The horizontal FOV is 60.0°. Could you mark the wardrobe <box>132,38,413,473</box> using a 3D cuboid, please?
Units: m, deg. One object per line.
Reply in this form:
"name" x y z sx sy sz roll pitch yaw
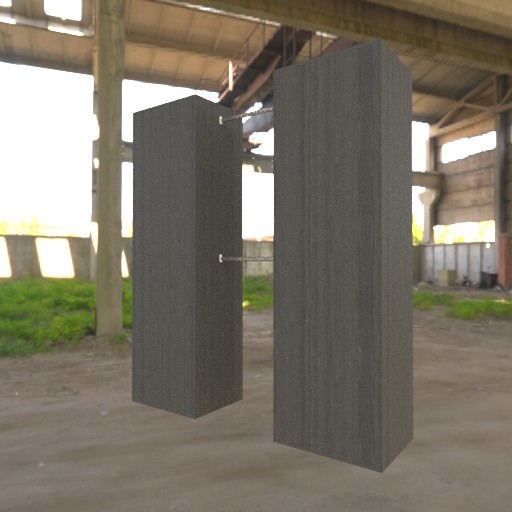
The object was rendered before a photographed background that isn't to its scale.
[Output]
"wardrobe" 0.000 0.000 2.750 1.770 2.000 0.480 0 -1 36
